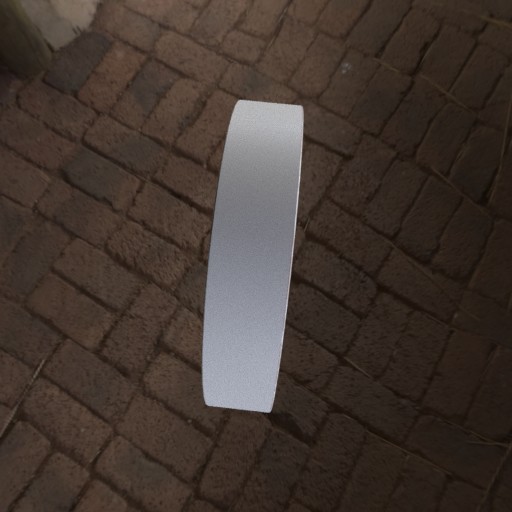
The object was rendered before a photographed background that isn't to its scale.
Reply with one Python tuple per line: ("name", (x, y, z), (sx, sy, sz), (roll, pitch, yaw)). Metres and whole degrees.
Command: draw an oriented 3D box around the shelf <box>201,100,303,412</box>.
("shelf", (0.000, 0.000, 1.229), (0.158, 0.807, 0.806), (6, 76, 2))
